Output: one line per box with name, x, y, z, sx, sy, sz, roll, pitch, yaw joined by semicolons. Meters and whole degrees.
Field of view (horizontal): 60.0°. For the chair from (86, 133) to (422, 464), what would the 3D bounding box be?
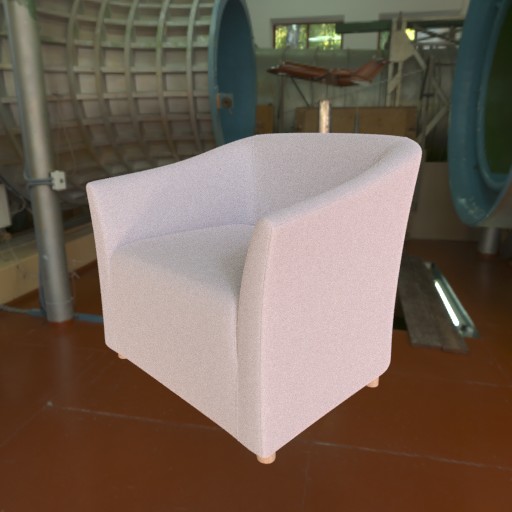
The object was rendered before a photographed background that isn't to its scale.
chair;0.000;0.000;1.355;0.700;0.720;0.790;-15;22;-42
